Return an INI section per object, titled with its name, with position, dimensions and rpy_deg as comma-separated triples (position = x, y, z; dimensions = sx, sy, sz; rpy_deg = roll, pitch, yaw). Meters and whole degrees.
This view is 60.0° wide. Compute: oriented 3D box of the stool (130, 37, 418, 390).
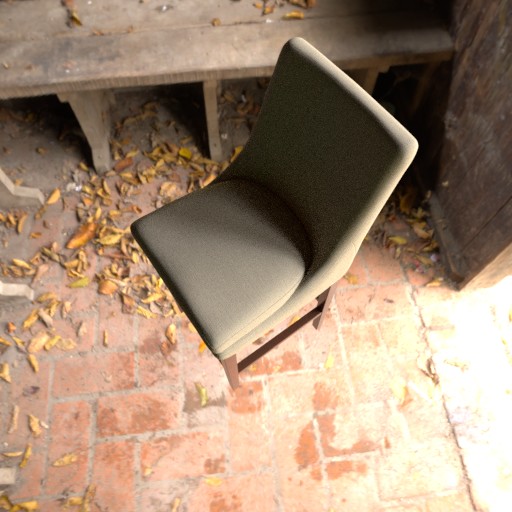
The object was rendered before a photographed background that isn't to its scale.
[stool]
position = 0.000, 0.000, 1.380
dimensions = 0.577, 1.078, 0.470
rpy_deg = -33, 68, -15
